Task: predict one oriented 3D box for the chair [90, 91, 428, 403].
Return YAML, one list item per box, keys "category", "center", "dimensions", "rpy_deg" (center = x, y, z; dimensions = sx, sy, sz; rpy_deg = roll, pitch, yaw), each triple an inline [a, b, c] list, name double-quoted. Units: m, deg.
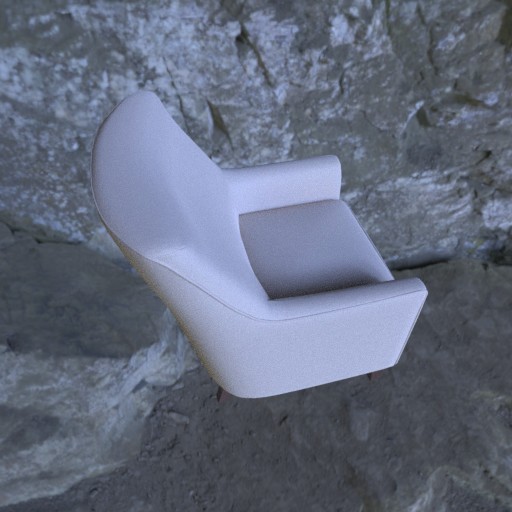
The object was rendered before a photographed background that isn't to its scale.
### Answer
- category: "chair"
  center: [0.000, 0.000, 1.523]
  dimensions: [0.879, 0.916, 0.756]
  rpy_deg: [-10, 47, -10]
